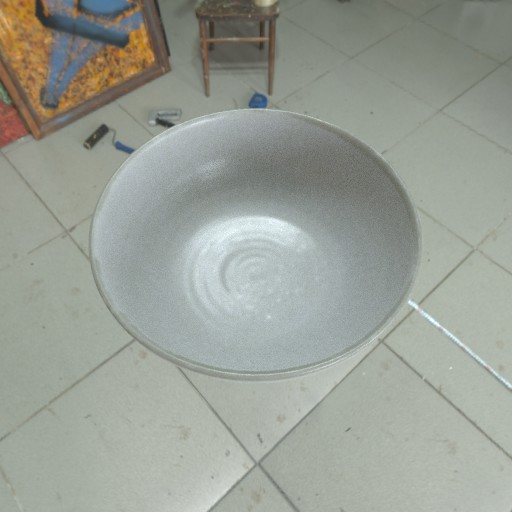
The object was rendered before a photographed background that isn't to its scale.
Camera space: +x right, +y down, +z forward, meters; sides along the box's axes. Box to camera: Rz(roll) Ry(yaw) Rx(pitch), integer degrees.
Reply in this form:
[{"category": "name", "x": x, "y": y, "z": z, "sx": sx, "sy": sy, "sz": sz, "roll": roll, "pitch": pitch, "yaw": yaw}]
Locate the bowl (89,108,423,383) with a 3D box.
[{"category": "bowl", "x": 0.000, "y": 0.000, "z": 0.410, "sx": 0.268, "sy": 0.121, "sz": 0.268, "roll": 0, "pitch": 57, "yaw": 0}]
